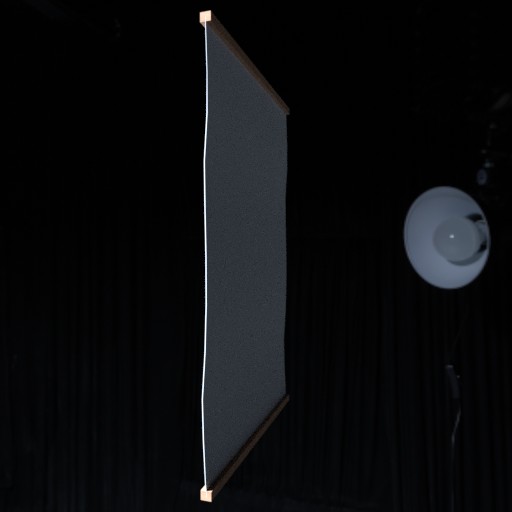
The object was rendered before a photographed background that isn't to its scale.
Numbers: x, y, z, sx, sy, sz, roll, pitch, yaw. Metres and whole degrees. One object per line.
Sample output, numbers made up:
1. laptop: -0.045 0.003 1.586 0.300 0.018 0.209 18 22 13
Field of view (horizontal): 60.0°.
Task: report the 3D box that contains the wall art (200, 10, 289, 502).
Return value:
1. wall art: 0.000 0.000 0.618 0.012 0.508 0.332 0 1 18
